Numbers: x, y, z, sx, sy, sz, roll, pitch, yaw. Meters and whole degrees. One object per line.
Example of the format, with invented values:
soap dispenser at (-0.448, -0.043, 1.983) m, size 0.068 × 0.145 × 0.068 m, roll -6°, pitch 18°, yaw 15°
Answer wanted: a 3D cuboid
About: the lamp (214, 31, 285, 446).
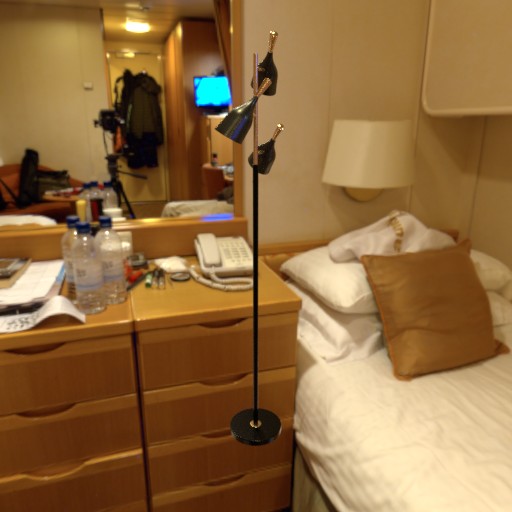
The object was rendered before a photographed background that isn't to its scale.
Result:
lamp at (0.000, 0.000, 1.939) m, size 0.253 × 1.778 × 0.434 m, roll 8°, pitch 18°, yaw 25°
